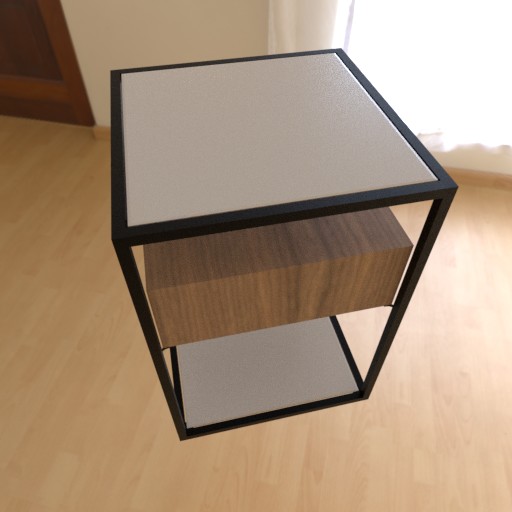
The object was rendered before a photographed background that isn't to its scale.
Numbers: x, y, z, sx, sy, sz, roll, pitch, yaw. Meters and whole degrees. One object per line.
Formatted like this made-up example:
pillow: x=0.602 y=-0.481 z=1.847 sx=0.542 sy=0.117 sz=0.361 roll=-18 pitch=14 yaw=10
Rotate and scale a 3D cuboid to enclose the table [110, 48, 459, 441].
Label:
table: x=0.000 y=0.000 z=0.788 sx=0.378 sy=0.540 sz=0.378 roll=-9 pitch=48 yaw=-9
